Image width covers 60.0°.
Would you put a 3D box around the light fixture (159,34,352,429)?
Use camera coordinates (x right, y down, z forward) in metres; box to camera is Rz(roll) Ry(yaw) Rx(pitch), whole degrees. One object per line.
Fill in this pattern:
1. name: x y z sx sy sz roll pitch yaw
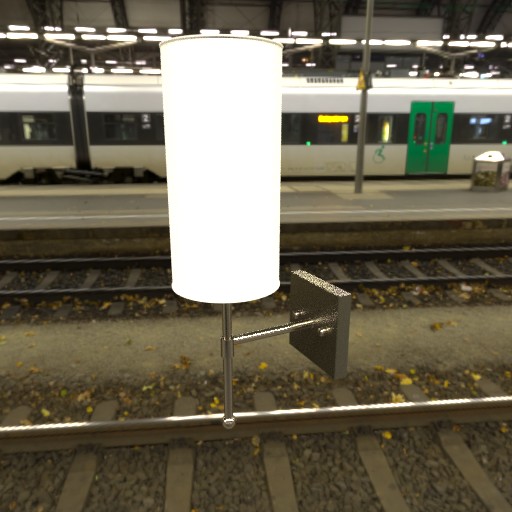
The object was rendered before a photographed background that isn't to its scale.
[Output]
1. light fixture: 0.000 0.000 0.541 0.208 0.462 0.128 -8 17 -26
